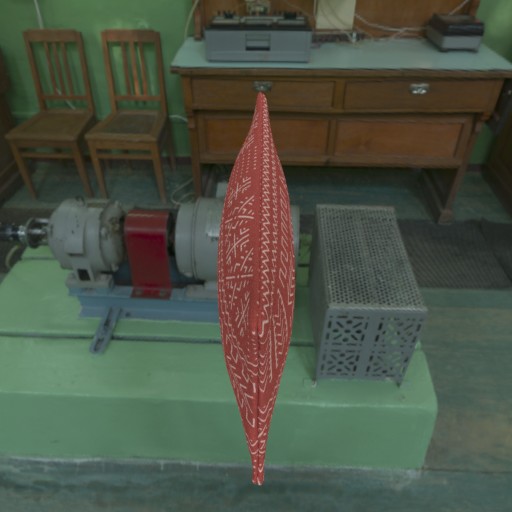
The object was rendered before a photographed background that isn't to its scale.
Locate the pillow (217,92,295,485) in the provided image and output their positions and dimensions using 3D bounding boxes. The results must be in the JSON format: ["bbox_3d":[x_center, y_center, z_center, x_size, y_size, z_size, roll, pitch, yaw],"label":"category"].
[{"bbox_3d":[0.000,0.000,0.781,0.130,0.352,0.640,1,40,1],"label":"pillow"}]
